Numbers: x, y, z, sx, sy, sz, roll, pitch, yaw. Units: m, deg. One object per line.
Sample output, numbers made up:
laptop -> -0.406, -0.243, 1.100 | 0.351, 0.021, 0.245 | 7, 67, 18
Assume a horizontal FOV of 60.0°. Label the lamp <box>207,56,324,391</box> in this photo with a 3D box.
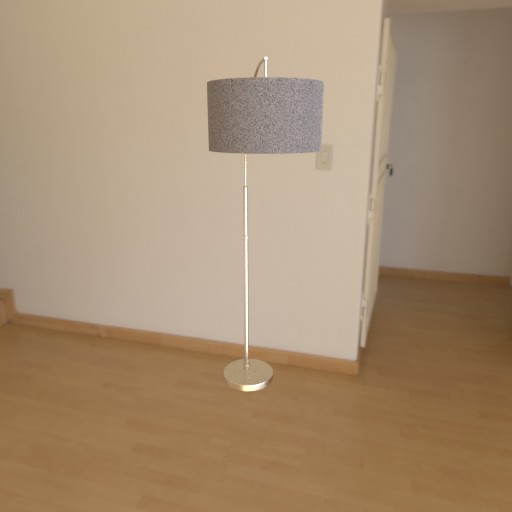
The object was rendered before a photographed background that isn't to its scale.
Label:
lamp -> 0.000, 0.000, 2.174 | 0.452, 1.735, 0.934 | -2, 17, -8
